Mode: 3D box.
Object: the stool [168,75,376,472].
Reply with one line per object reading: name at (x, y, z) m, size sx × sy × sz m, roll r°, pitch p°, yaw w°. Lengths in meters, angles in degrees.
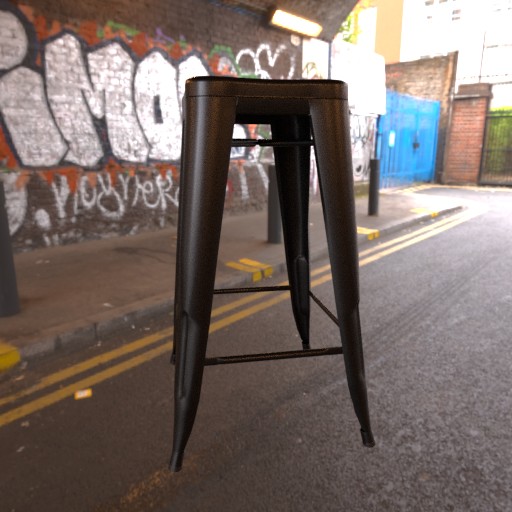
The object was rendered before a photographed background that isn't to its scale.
stool at (0.000, 0.000, 0.858) m, size 0.359 × 0.609 × 0.399 m, roll -3°, pitch 14°, yaw -10°
